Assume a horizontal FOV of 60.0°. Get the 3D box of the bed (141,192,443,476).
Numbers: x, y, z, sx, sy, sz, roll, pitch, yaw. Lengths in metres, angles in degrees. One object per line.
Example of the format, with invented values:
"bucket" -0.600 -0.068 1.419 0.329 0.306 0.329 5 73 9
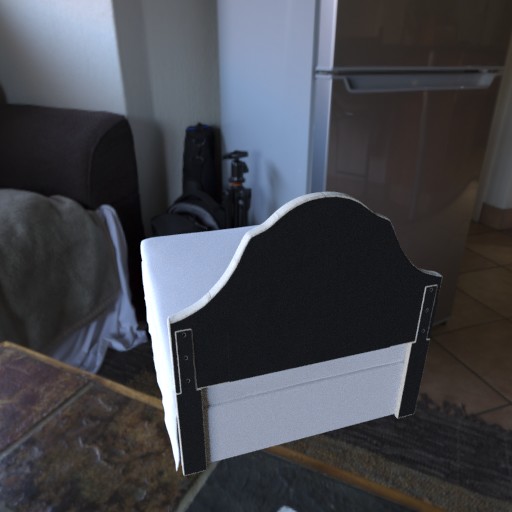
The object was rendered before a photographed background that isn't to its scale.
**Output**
"bed" 0.000 0.000 3.260 1.627 1.575 2.092 -8 27 -16
